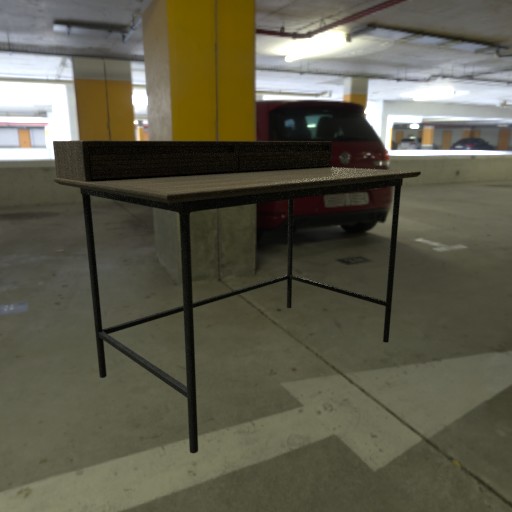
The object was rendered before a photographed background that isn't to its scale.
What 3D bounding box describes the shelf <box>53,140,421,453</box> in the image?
[{"bbox_3d":[0.000,0.000,1.723,1.212,0.865,0.685,-13,19,-42],"label":"shelf"}]
